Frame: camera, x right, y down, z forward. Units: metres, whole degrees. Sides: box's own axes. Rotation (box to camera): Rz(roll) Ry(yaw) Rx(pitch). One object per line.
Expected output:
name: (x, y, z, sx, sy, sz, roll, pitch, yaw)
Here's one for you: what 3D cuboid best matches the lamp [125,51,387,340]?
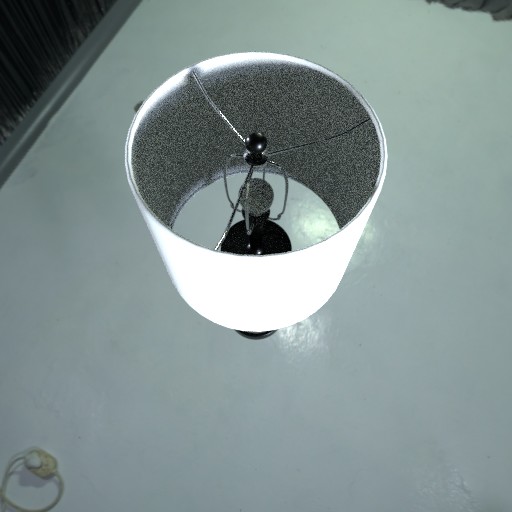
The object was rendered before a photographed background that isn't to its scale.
lamp: (0.000, 0.000, 0.792, 0.305, 0.634, 0.305, 14, 65, 7)
